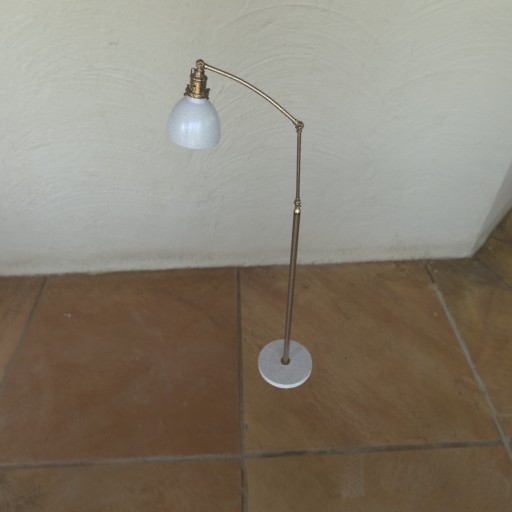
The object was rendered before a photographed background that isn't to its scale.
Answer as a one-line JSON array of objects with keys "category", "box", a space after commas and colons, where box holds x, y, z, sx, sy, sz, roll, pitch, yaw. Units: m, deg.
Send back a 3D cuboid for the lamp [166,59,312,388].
[{"category": "lamp", "box": [0.000, 0.000, 1.855, 0.599, 1.586, 0.288, 0, 43, 0]}]
